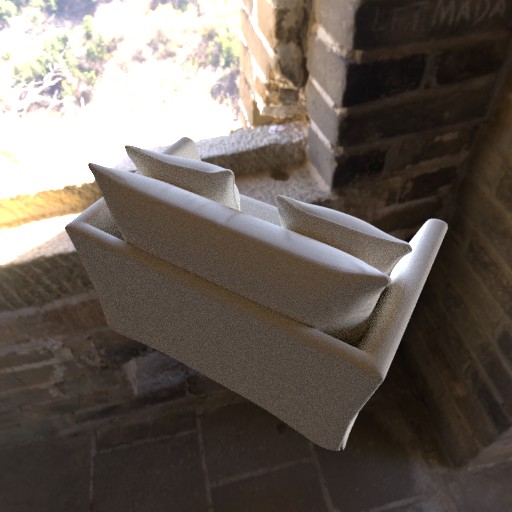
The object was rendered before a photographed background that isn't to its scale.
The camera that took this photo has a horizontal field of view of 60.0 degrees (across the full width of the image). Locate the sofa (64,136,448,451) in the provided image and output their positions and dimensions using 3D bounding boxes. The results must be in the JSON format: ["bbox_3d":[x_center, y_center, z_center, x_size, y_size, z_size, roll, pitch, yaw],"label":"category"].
[{"bbox_3d":[0.000,0.000,2.292,1.608,1.039,1.026,23,50,21],"label":"sofa"}]
